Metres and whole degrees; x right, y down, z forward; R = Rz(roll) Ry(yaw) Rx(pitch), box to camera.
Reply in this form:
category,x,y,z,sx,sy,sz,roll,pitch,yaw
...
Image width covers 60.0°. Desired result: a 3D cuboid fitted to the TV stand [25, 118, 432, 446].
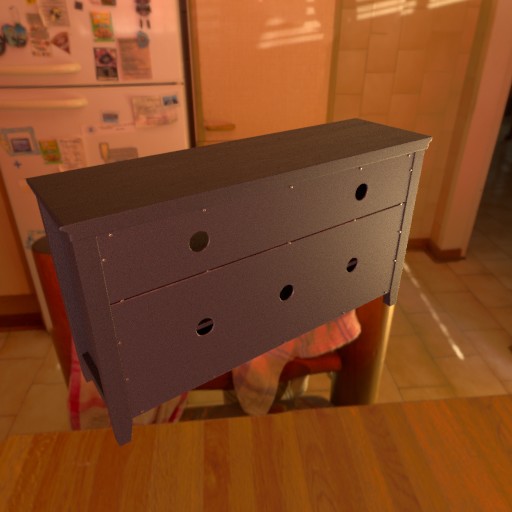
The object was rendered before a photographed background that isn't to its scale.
category,x,y,z,sx,sy,sz,roll,pitch,yaw
TV stand,0.000,0.000,1.463,1.198,0.681,0.347,-19,35,-30
